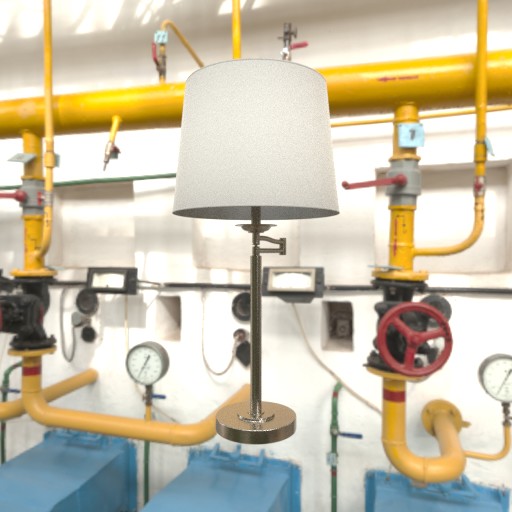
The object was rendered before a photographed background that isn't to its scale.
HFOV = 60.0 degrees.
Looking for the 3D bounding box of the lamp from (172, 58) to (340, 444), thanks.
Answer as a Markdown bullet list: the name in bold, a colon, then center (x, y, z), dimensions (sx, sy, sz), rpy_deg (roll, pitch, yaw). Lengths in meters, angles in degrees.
- **lamp**: center (0.000, 0.000, 0.897), dimensions (0.333, 0.696, 0.333), rpy_deg (0, 1, 0)
